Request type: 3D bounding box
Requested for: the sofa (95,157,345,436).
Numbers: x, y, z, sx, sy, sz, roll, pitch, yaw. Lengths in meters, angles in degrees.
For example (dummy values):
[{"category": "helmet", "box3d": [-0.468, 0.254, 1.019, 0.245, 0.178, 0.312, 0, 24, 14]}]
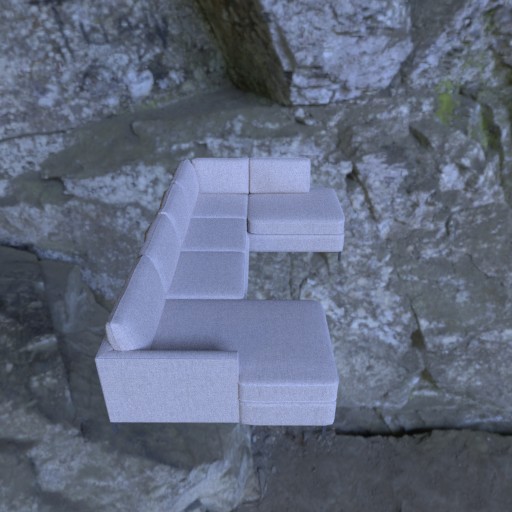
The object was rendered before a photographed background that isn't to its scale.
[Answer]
[{"category": "sofa", "box3d": [0.000, 0.000, 4.339, 2.021, 0.996, 3.423, 0, 30, 0]}]
